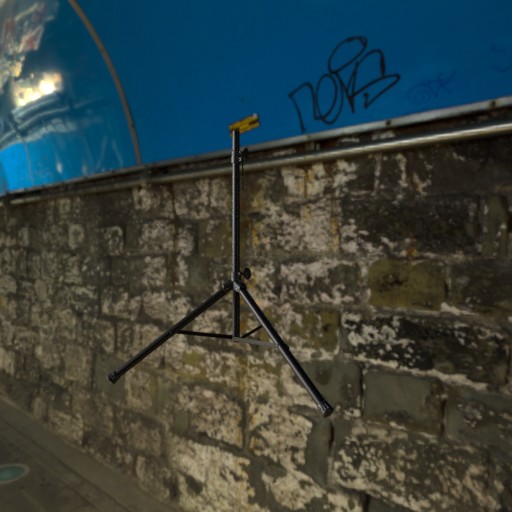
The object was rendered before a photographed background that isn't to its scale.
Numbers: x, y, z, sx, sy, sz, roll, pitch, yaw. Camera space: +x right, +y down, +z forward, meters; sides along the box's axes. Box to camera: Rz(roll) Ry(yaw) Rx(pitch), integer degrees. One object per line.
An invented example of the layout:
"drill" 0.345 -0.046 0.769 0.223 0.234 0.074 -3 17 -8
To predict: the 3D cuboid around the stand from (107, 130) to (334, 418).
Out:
"stand" 0.000 0.000 1.910 1.045 1.136 0.907 -1 1 -35
